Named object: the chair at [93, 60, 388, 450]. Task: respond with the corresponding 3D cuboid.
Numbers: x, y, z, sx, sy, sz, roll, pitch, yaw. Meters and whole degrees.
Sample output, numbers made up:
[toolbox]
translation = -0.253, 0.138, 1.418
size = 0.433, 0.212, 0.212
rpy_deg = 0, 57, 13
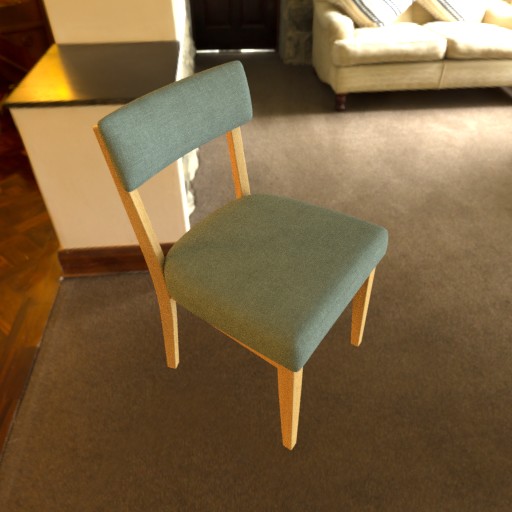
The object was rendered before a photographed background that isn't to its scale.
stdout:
[chair]
translation = 0.000, 0.000, 1.211
size = 0.572, 0.832, 0.508
rpy_deg = 24, 46, 26
